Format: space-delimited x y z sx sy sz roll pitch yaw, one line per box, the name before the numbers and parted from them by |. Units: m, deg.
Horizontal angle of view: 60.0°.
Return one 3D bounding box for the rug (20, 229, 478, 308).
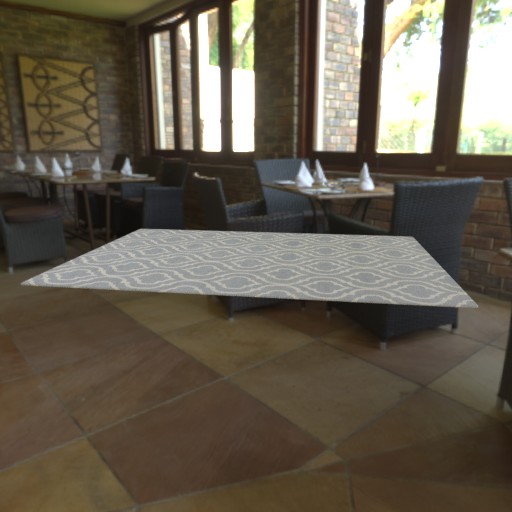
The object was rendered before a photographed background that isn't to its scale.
rug | 0.000 0.000 2.673 2.080 0.010 1.451 2 14 8
